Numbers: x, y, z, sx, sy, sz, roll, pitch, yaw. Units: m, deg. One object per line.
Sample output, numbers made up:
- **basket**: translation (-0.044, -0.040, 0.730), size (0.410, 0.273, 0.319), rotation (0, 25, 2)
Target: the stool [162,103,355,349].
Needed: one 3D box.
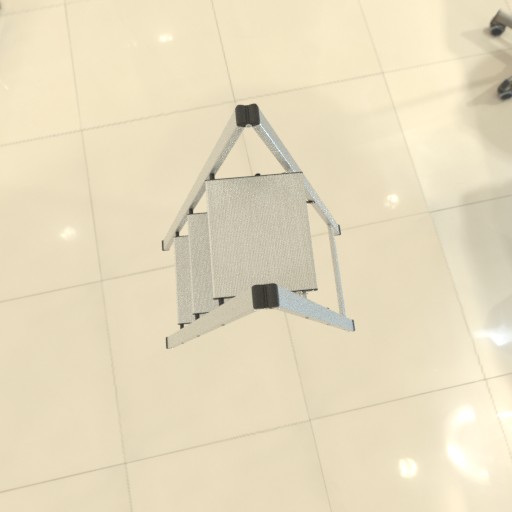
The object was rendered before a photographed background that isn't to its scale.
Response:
- **stool**: translation (0.000, 0.000, 1.322), size (0.730, 0.902, 0.441), rotation (-5, 76, -1)
